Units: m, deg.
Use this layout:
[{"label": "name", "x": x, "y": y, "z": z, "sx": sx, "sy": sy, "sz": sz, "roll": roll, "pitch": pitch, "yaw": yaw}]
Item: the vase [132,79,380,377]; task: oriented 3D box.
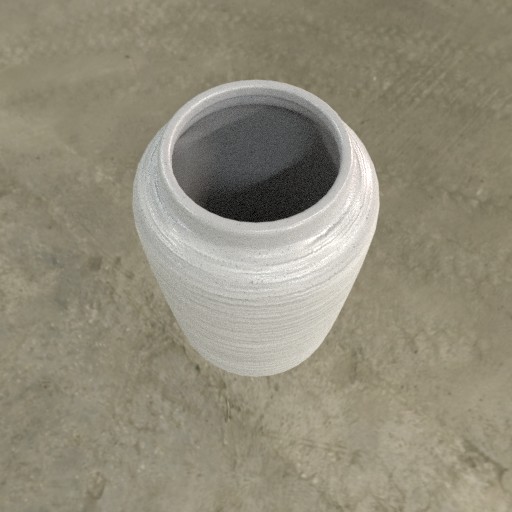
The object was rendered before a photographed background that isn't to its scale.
[{"label": "vase", "x": 0.000, "y": 0.000, "z": 0.459, "sx": 0.202, "sy": 0.335, "sz": 0.202, "roll": 0, "pitch": 63, "yaw": 0}]
